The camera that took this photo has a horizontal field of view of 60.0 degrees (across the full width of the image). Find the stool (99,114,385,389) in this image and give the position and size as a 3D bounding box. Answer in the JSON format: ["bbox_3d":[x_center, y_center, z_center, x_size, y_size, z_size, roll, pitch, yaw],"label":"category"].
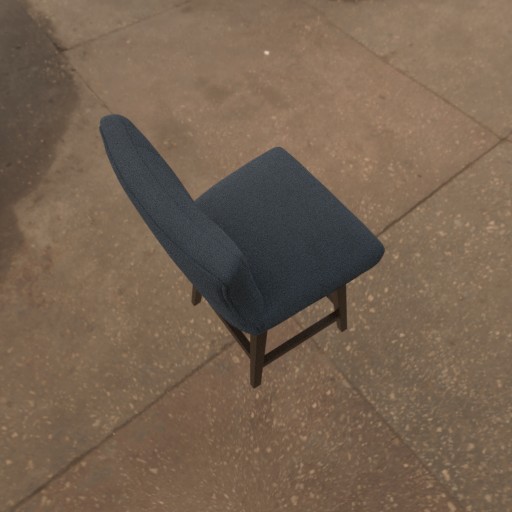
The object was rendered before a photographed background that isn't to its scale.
[{"bbox_3d":[0.000,0.000,1.367,0.574,1.000,0.514,-32,64,-18],"label":"stool"}]
